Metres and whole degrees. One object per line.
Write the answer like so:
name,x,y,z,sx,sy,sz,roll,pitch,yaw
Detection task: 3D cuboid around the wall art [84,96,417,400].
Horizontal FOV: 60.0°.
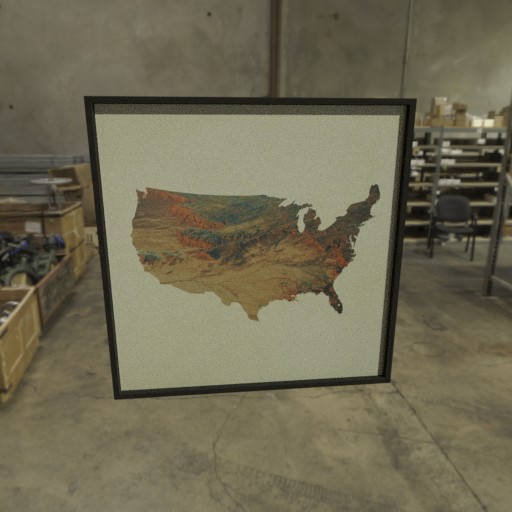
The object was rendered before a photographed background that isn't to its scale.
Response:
wall art,0.000,0.000,1.130,0.762,0.762,0.038,-2,16,-6
